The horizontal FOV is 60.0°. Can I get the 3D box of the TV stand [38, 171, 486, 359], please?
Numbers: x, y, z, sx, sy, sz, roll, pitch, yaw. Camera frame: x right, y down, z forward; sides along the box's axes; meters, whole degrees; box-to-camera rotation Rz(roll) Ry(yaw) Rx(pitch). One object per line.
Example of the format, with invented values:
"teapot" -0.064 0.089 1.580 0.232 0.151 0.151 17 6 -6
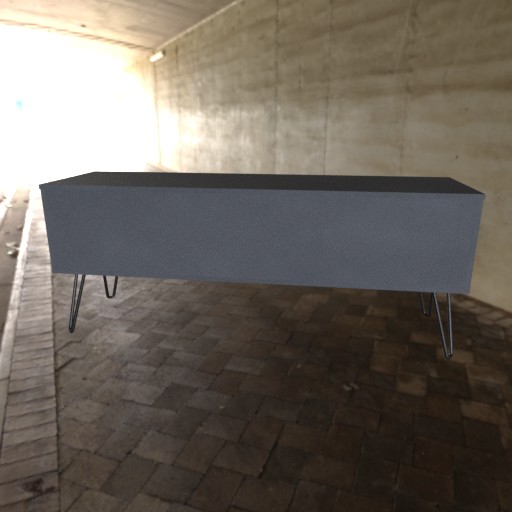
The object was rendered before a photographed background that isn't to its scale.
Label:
"TV stand" 0.000 0.000 1.649 1.400 0.560 0.400 2 18 8
